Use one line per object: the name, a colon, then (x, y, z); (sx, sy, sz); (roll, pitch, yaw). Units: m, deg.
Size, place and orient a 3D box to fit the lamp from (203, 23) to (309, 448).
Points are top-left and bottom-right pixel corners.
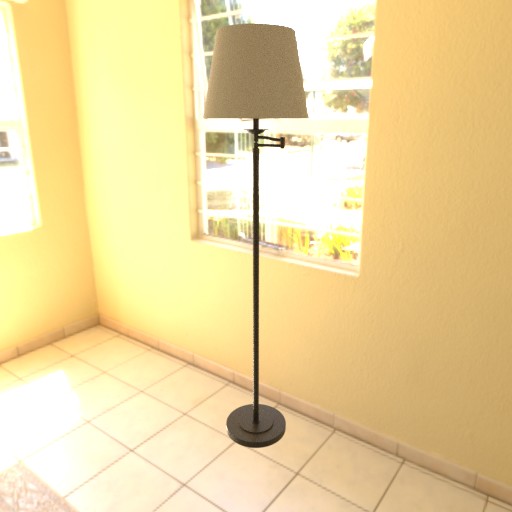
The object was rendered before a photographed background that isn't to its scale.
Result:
lamp: (0.000, 0.000, 1.606); (0.348, 1.473, 0.348); (9, 19, 26)
